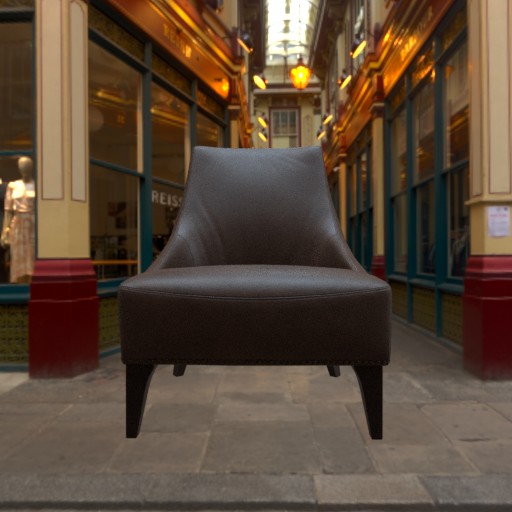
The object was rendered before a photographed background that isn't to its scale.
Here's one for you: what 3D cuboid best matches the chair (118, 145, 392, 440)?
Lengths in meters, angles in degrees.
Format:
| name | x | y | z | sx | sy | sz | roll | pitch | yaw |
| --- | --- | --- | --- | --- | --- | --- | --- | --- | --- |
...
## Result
| name | x | y | z | sx | sy | sz | roll | pitch | yaw |
| --- | --- | --- | --- | --- | --- | --- | --- | --- | --- |
| chair | 0.000 | 0.000 | 1.498 | 0.701 | 0.909 | 0.861 | 0 | 1 | 1 |
